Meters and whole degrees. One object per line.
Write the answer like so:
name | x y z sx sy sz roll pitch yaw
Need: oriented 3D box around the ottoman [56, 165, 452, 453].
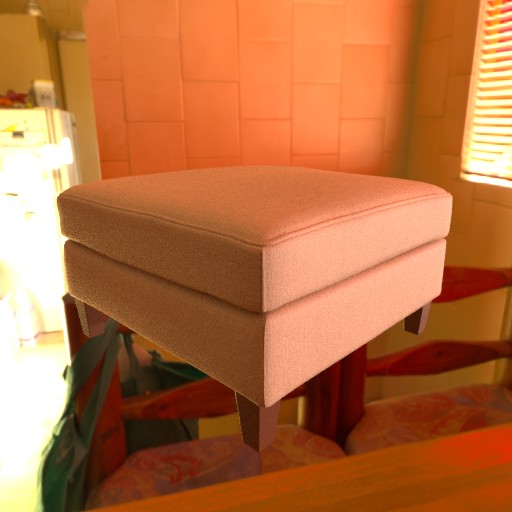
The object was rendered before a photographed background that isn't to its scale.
ottoman | 0.000 0.000 1.333 0.838 0.503 0.838 15 23 42
